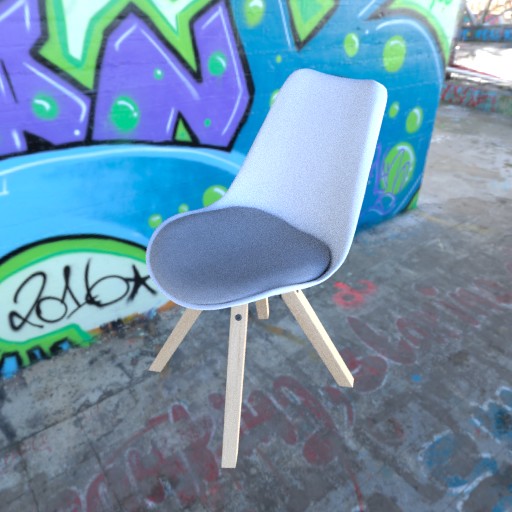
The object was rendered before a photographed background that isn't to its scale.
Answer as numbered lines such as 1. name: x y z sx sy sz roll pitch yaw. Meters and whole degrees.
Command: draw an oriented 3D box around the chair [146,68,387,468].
1. chair: 0.000 0.000 1.166 0.550 0.850 0.485 -21 37 -31
